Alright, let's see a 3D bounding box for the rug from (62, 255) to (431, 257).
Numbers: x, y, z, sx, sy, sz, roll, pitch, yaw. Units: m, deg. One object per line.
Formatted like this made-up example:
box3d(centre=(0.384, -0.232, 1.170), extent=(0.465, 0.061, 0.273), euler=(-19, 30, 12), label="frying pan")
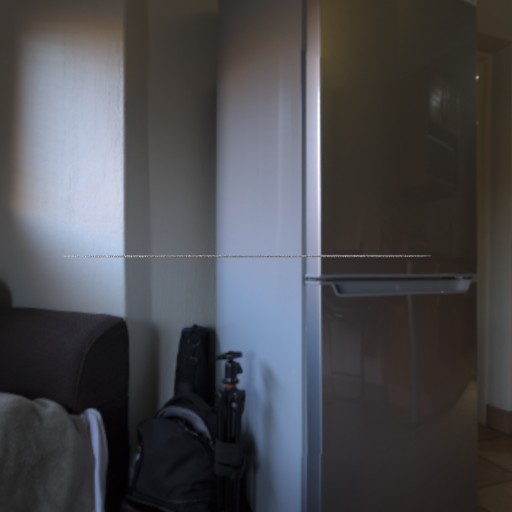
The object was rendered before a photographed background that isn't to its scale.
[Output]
box3d(centre=(0.000, 0.000, 3.020), extent=(2.432, 0.006, 1.520), euler=(0, 0, -19), label="rug")
